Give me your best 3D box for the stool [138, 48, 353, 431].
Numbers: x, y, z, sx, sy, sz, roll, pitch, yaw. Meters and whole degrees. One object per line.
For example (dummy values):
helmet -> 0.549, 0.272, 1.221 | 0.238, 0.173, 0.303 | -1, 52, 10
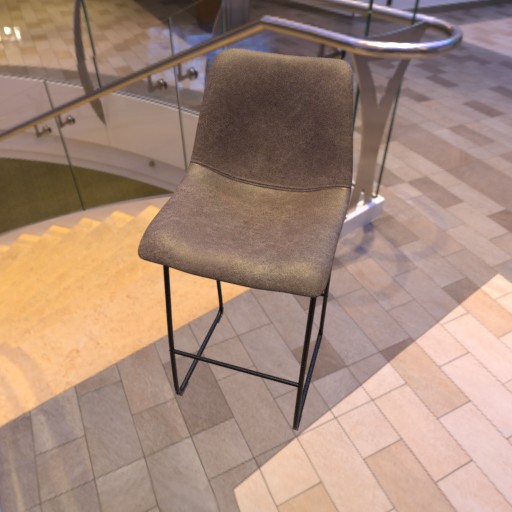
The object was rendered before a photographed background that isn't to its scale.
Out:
stool -> 0.000, 0.000, 1.411 | 0.514, 1.082, 0.561 | 12, 42, 13
